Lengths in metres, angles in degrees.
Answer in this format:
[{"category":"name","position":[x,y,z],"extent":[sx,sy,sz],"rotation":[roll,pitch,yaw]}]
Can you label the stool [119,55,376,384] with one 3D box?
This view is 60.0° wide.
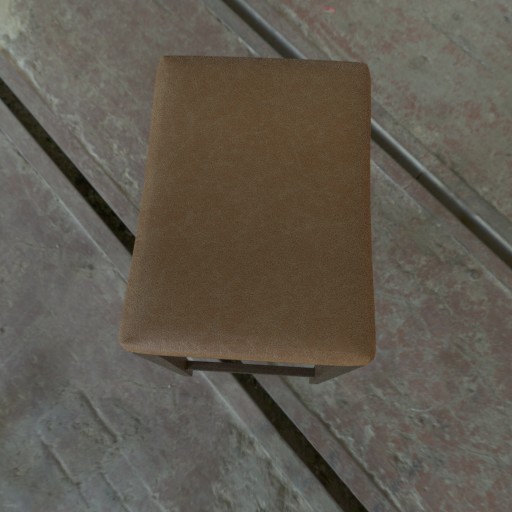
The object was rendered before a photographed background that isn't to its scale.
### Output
[{"category":"stool","position":[0.000,0.000,0.943],"extent":[0.361,0.660,0.500],"rotation":[3,73,1]}]
